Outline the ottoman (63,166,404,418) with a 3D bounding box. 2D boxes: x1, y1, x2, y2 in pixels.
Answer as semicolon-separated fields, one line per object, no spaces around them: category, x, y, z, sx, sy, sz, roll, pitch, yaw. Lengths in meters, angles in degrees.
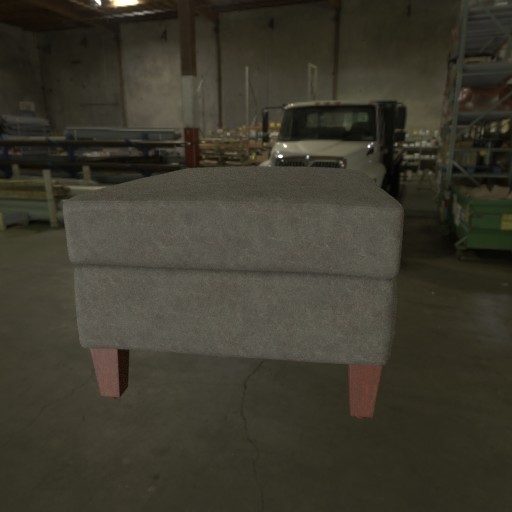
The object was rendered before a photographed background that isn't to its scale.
ottoman;0.000;0.000;1.225;0.639;0.464;0.839;2;15;7
